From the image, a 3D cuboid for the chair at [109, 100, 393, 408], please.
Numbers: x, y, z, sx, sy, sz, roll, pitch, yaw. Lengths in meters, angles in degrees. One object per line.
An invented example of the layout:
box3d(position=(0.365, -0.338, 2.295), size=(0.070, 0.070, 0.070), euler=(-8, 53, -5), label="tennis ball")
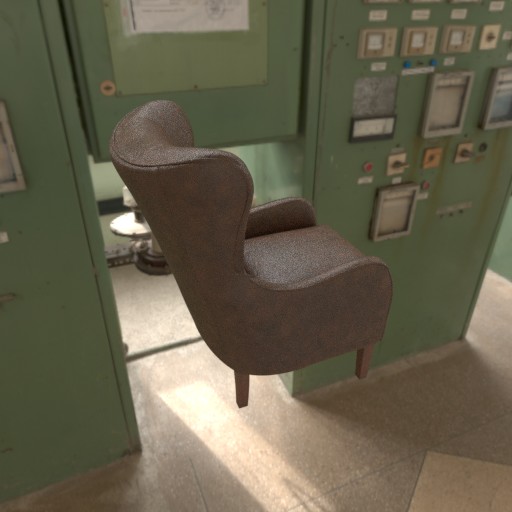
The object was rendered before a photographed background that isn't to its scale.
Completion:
box3d(position=(0.000, 0.000, 1.664), size=(0.914, 1.048, 0.692), euler=(-12, 33, -19), label="chair")
